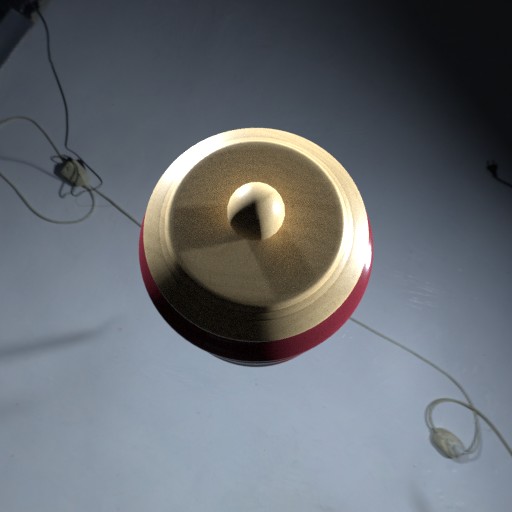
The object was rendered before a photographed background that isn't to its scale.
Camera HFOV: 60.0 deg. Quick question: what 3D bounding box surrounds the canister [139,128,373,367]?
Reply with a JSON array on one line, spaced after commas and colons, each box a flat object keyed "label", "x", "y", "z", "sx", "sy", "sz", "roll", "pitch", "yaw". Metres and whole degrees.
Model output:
[{"label": "canister", "x": 0.000, "y": 0.000, "z": 0.273, "sx": 0.130, "sy": 0.176, "sz": 0.130, "roll": 0, "pitch": 74, "yaw": 0}]
